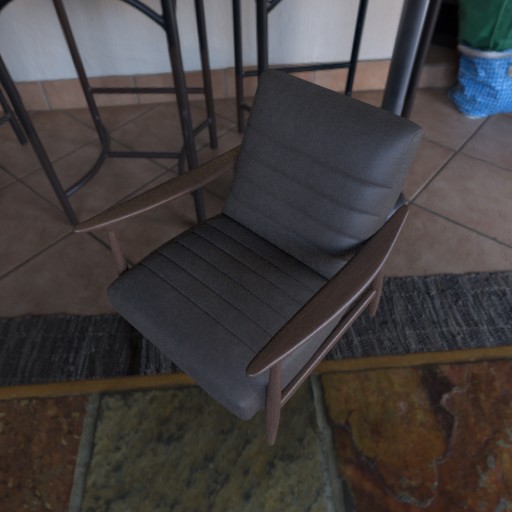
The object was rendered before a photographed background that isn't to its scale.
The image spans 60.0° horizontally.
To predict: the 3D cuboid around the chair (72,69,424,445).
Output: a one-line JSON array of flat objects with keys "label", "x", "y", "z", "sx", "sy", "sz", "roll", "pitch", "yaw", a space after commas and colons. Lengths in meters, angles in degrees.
[{"label": "chair", "x": 0.000, "y": 0.000, "z": 1.429, "sx": 0.741, "sy": 0.831, "sz": 0.798, "roll": 33, "pitch": 56, "yaw": 27}]
